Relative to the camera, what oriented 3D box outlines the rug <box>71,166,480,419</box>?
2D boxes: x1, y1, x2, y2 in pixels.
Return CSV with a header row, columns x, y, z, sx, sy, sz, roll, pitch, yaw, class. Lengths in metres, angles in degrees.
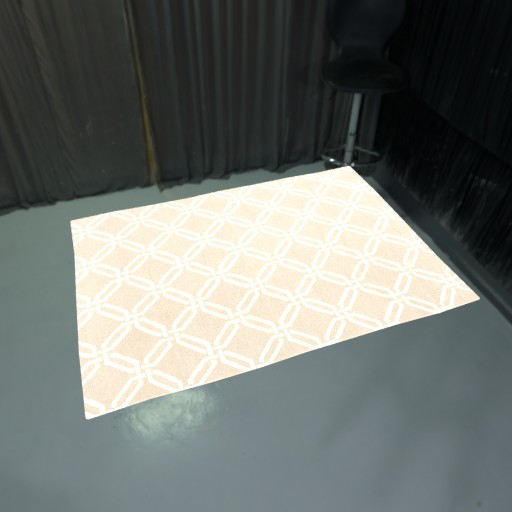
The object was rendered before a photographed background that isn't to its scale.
x,y,z,sx,sy,sz,roll,pitch,yaw,class
0.000,0.000,2.728,2.135,0.013,1.524,-13,44,-14,rug
